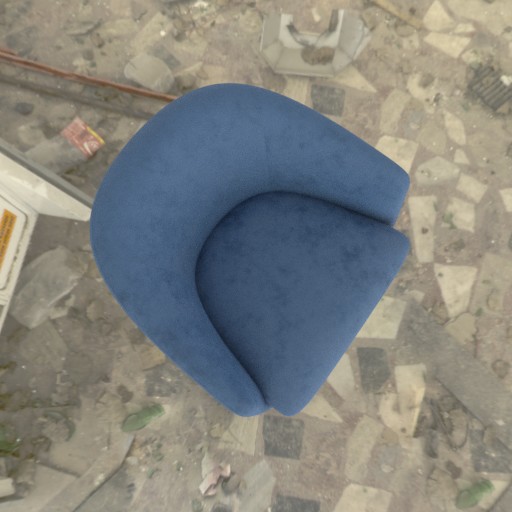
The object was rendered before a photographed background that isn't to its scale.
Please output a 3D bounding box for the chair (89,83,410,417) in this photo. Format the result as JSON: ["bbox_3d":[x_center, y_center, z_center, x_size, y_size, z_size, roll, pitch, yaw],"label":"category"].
[{"bbox_3d":[0.000,0.000,1.366,0.767,0.698,0.773,36,78,9],"label":"chair"}]
